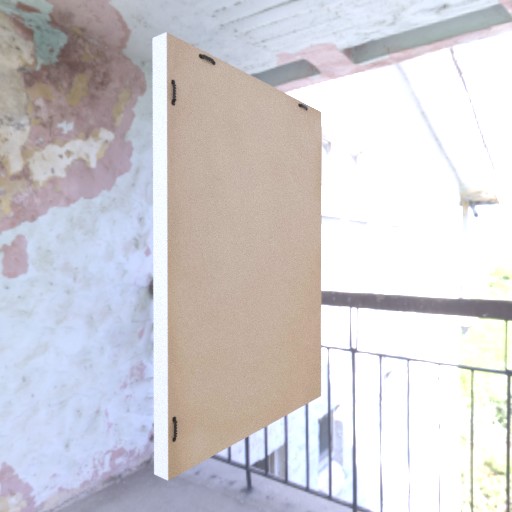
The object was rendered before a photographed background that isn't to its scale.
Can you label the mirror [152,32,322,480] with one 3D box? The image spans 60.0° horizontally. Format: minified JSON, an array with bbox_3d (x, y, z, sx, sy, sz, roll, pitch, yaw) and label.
[{"bbox_3d":[0.000,0.000,0.912,0.039,0.710,0.507,1,1,37],"label":"mirror"}]
